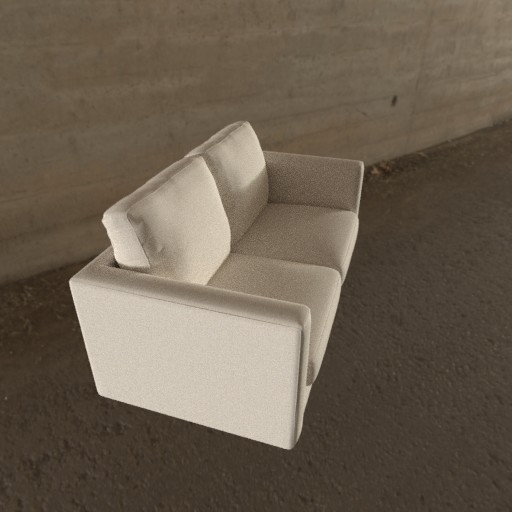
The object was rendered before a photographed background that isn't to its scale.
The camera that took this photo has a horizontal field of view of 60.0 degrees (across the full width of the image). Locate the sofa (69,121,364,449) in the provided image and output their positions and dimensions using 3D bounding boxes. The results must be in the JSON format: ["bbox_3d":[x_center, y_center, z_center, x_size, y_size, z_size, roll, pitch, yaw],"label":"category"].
[{"bbox_3d":[0.000,0.000,1.988,0.796,0.908,1.430,10,33,16],"label":"sofa"}]
